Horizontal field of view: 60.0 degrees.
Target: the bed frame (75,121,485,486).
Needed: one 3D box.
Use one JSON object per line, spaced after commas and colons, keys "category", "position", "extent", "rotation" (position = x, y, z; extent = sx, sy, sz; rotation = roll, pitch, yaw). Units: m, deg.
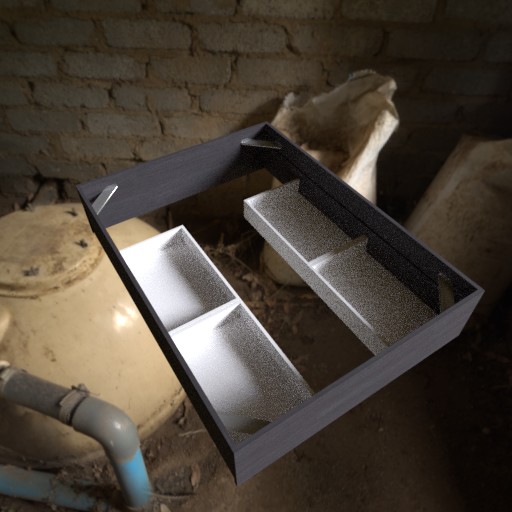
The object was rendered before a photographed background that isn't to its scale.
{"category": "bed frame", "position": [0.000, 0.000, 2.633], "extent": [1.448, 0.459, 1.944], "rotation": [-25, 51, -22]}
